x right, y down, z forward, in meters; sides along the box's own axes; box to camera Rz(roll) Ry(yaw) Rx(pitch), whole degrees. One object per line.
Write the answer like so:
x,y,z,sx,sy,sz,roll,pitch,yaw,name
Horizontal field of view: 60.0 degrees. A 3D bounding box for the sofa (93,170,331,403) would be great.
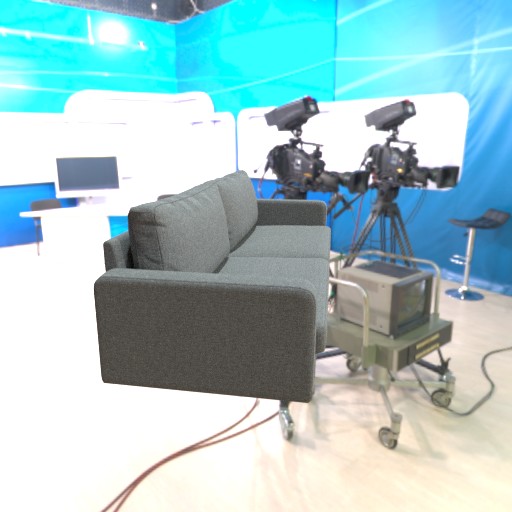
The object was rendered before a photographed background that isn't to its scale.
0.000,0.000,2.672,0.880,0.880,2.200,3,15,9,sofa
